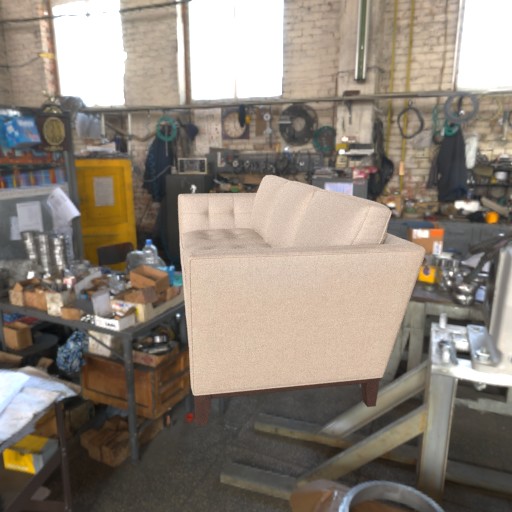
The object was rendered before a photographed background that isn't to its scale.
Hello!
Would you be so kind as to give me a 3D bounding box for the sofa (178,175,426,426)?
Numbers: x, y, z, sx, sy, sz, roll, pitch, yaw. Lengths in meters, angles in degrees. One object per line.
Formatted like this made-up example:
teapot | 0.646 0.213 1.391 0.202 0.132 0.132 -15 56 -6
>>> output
sofa | 0.000 0.000 2.911 0.965 0.940 2.388 -2 14 -10
